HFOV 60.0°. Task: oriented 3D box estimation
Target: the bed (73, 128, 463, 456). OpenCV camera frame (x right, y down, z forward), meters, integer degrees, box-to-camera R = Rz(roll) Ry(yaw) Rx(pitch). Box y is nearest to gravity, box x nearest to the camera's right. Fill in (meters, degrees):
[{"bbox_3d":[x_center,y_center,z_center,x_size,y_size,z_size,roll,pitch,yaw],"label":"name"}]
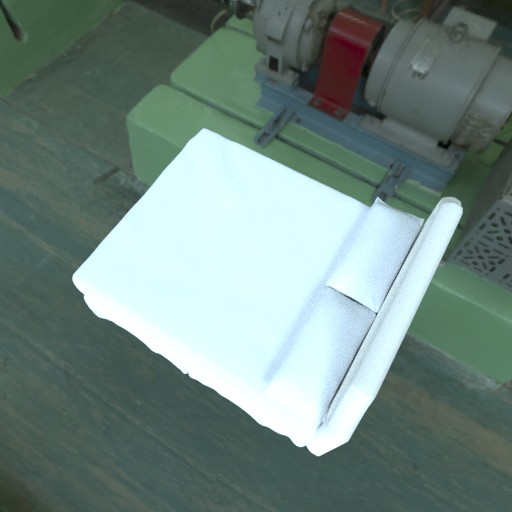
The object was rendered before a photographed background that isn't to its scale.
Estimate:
[{"bbox_3d":[0.000,0.000,3.813,2.548,1.524,2.134,29,66,14],"label":"bed"}]
